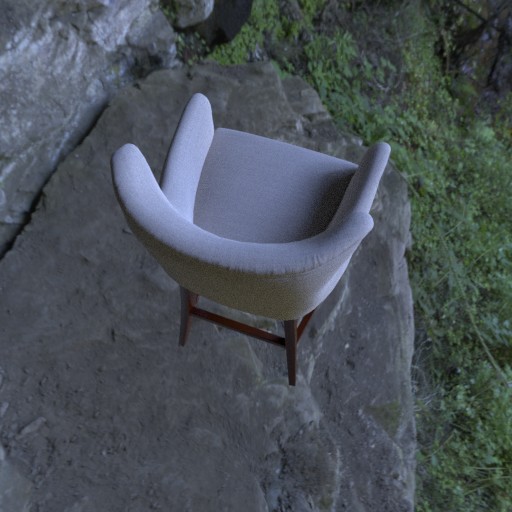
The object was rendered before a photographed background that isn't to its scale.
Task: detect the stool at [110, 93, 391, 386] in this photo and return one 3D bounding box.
[{"bbox_3d":[0.000,0.000,1.353,0.556,1.034,0.563,18,65,9],"label":"stool"}]
